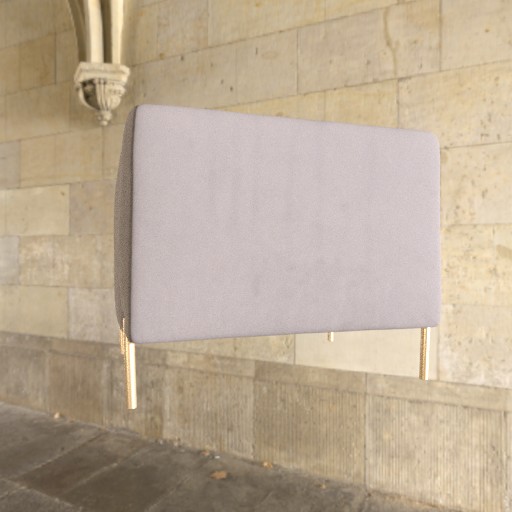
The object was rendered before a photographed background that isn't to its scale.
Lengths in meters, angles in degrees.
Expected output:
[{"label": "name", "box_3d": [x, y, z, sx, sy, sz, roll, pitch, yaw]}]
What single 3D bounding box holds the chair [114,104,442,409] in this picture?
[{"label": "chair", "box_3d": [0.000, 0.000, 1.604, 0.981, 0.779, 0.873, 0, 0, -17]}]
